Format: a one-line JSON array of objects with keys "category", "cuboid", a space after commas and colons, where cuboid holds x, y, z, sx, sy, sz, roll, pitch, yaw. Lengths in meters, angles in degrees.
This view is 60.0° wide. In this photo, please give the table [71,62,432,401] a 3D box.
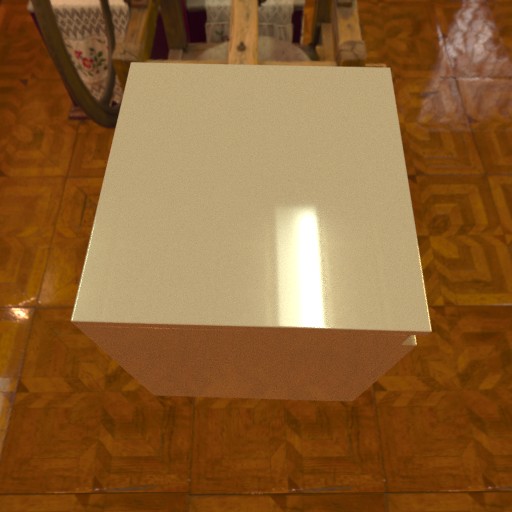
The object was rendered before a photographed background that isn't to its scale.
[{"category": "table", "cuboid": [0.000, 0.000, 0.795, 0.400, 0.470, 0.420, 2, 63, 1]}]
